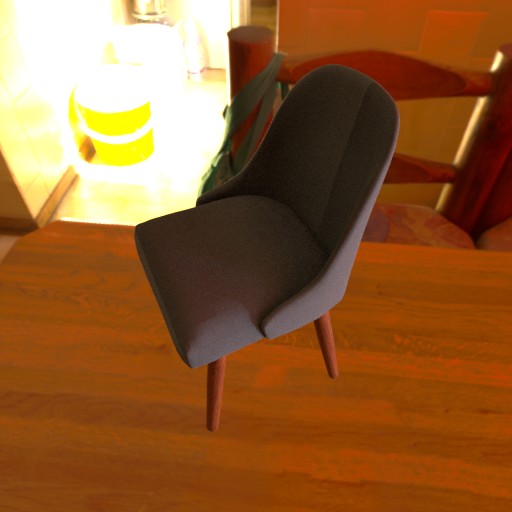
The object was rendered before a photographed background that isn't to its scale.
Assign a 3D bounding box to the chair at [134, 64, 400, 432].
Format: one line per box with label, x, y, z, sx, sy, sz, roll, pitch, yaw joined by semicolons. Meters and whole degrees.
chair;0.000;0.000;1.225;0.589;0.882;0.503;-18;49;-16
